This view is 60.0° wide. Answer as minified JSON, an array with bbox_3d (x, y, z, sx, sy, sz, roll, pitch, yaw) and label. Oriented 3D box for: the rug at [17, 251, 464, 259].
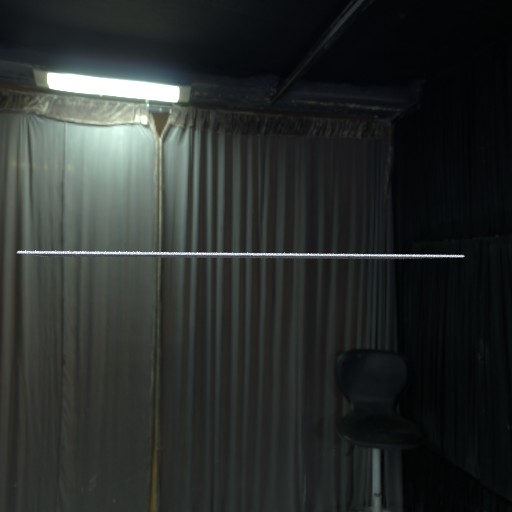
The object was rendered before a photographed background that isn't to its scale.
[{"bbox_3d":[0.000,0.000,2.497,2.294,0.011,0.666,0,-1,-18],"label":"rug"}]
